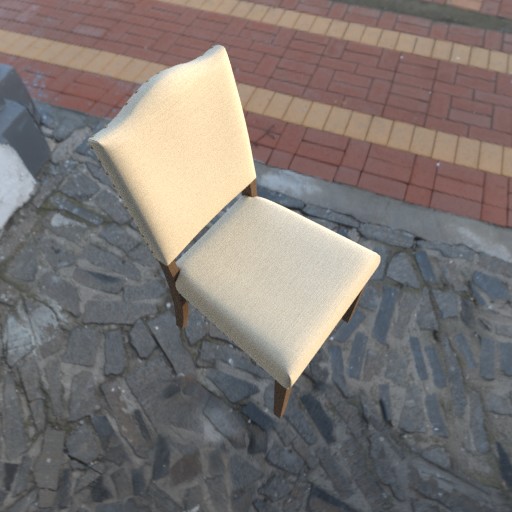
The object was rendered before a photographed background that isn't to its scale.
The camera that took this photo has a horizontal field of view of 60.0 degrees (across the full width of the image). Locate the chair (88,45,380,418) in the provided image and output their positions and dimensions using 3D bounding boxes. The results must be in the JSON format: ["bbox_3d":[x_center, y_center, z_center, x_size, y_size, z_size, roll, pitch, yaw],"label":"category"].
[{"bbox_3d":[0.000,0.000,1.360,0.619,1.015,0.508,33,64,18],"label":"chair"}]
